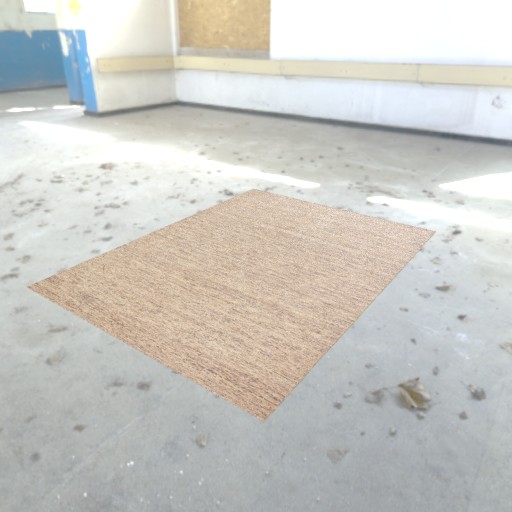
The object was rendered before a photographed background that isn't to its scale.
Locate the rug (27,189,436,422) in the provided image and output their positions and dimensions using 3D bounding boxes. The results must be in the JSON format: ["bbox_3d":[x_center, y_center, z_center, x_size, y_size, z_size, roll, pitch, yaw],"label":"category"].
[{"bbox_3d":[0.000,0.000,4.243,2.448,0.013,3.205,18,32,32],"label":"rug"}]
